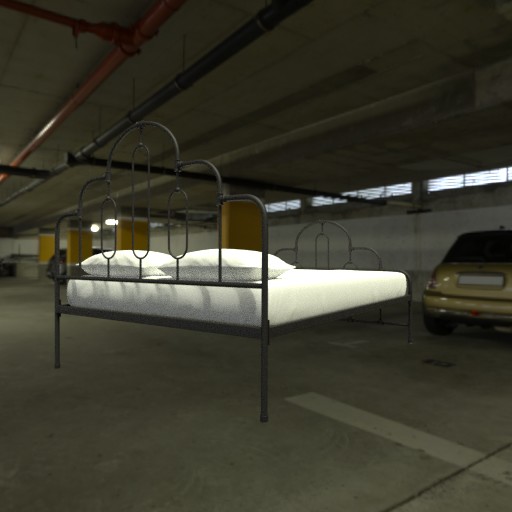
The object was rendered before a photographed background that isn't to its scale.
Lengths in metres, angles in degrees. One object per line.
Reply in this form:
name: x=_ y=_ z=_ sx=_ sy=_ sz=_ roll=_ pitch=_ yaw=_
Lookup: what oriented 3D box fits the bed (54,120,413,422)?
bed: x=0.000 y=0.000 z=3.231 sx=1.640 sy=1.429 sz=2.163 roll=0 pitch=0 yaw=35
